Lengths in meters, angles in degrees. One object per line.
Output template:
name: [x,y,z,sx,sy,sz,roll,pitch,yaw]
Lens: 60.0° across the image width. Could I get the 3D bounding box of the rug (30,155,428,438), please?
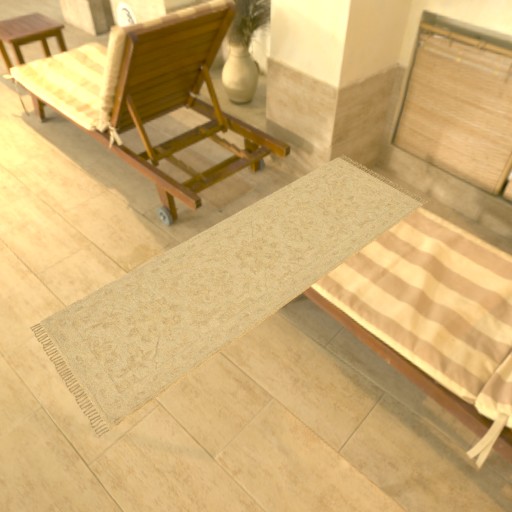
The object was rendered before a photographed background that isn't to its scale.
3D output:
rug: [0.000,0.000,2.764,2.544,0.015,0.795,-32,54,-27]
